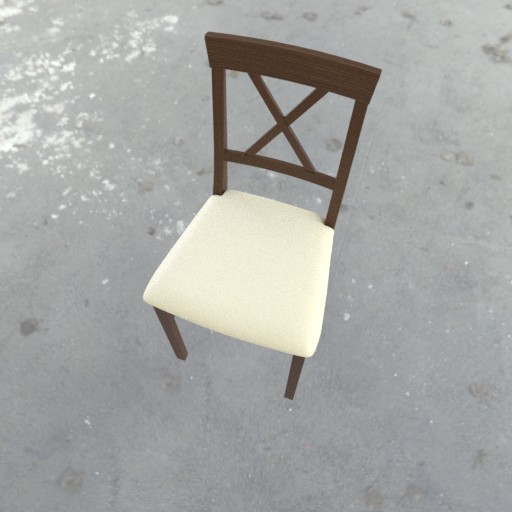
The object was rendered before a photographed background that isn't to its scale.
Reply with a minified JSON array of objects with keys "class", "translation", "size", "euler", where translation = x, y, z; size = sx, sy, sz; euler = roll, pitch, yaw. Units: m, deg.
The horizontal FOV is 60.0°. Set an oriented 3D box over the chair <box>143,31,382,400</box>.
[{"class":"chair","translation":[0.000,0.000,1.175],"size":[0.440,0.913,0.480],"euler":[17,60,10]}]
